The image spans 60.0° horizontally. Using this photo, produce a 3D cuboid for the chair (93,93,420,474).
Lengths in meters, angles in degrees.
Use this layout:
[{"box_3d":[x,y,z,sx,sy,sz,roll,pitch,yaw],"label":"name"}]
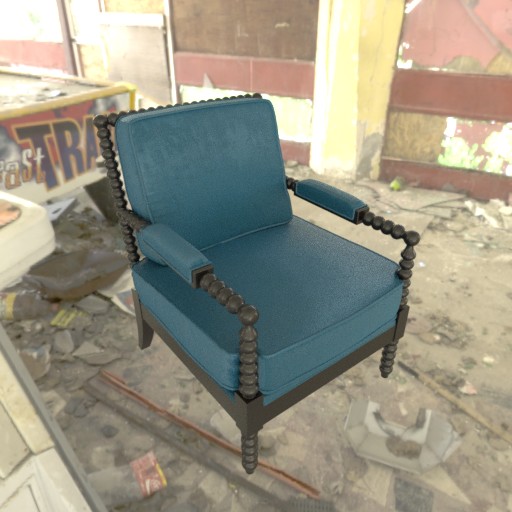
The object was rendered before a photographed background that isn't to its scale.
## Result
[{"box_3d":[0.000,0.000,1.431,0.688,0.857,0.805,-21,36,-32],"label":"chair"}]
